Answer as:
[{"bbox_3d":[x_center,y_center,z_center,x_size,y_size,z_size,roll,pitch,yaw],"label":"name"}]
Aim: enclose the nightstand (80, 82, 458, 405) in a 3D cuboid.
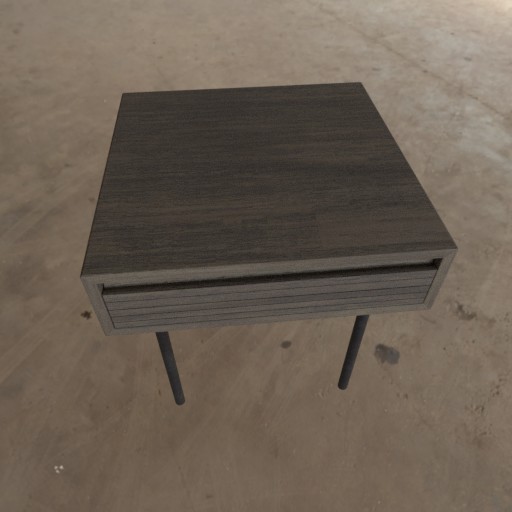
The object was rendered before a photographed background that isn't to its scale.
[{"bbox_3d":[0.000,0.000,0.930,0.502,0.497,0.503,-4,46,-4],"label":"nightstand"}]
